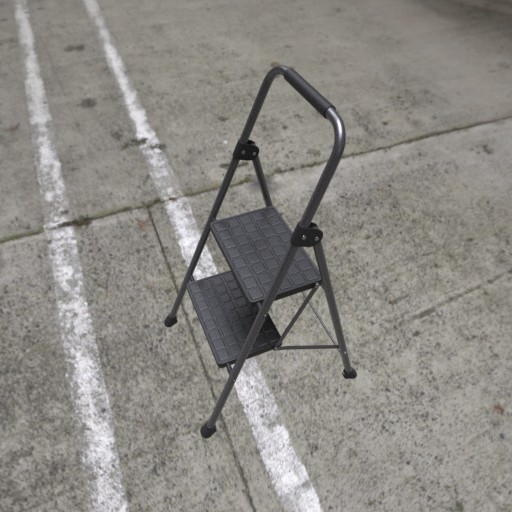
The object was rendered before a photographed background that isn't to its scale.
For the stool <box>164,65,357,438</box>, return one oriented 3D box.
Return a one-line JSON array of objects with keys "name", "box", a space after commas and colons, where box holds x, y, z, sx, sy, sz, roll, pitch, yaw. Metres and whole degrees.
[{"name": "stool", "box": [0.000, 0.000, 1.150, 0.514, 0.872, 0.450, -17, 49, -15]}]
